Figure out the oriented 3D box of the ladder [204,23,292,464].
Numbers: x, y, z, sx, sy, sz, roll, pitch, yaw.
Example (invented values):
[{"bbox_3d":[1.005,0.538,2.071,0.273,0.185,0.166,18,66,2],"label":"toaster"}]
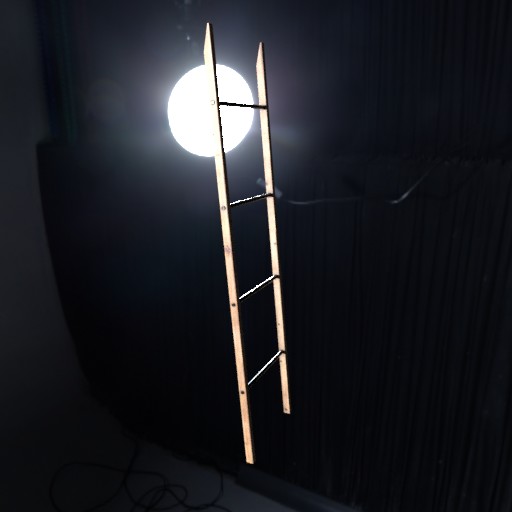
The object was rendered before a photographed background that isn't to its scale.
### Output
[{"bbox_3d":[0.000,0.000,1.967,0.200,1.805,0.442,8,18,26],"label":"ladder"}]
